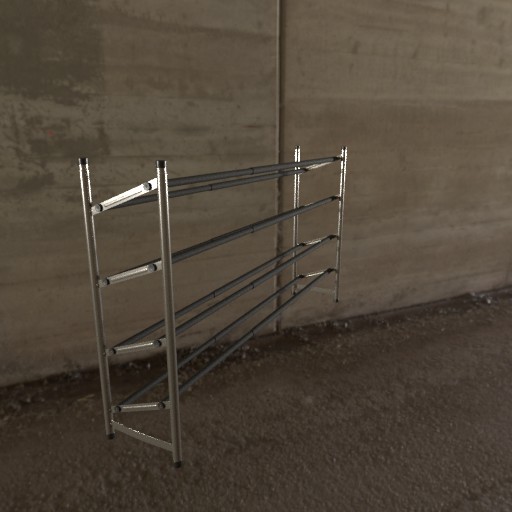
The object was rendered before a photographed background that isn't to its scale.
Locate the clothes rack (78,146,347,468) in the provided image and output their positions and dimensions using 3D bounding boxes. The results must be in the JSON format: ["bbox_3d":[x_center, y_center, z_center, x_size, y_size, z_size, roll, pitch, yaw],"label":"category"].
[{"bbox_3d":[0.000,0.000,1.445,0.229,0.672,1.168,8,17,27],"label":"clothes rack"}]
